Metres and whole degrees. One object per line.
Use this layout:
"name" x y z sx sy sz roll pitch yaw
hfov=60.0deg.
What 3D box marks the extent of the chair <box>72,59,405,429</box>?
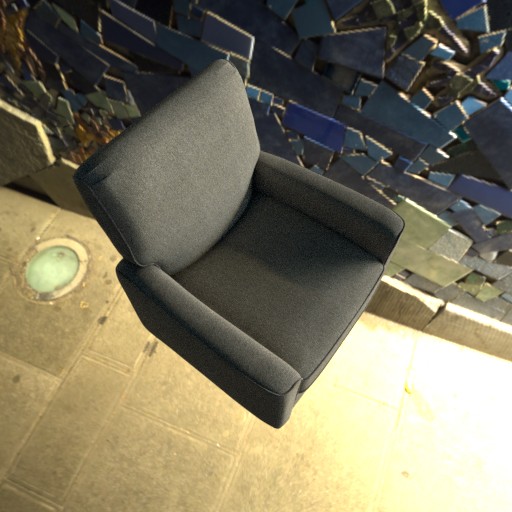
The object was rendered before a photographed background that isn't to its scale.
"chair" 0.000 0.000 1.671 0.858 1.028 0.841 33 64 18
